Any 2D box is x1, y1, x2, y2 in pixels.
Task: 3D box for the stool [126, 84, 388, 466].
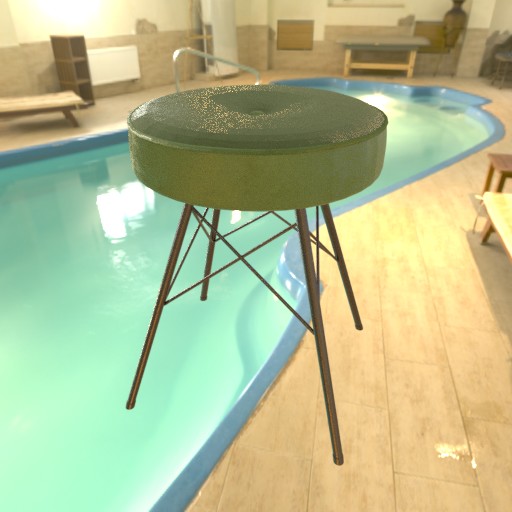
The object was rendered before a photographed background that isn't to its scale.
[{"bbox_3d":[0.000,0.000,0.885,0.457,0.595,0.430,9,32,14],"label":"stool"}]
